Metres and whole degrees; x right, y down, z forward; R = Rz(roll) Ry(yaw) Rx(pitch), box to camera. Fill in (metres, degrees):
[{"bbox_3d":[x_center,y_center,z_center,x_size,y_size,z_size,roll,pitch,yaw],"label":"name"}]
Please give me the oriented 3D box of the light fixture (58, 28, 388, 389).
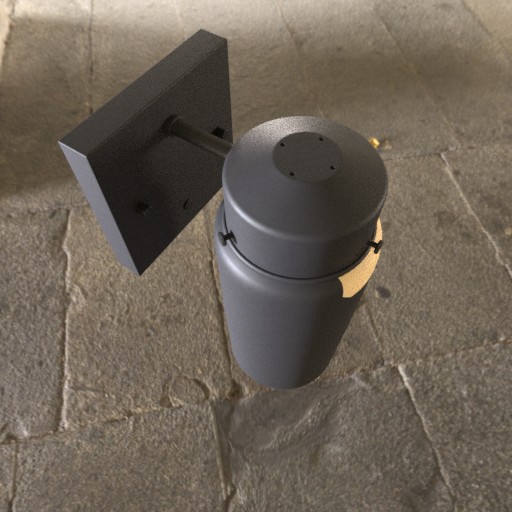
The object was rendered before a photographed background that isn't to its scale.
[{"bbox_3d":[0.000,0.000,0.354,0.176,0.257,0.130,29,62,17],"label":"light fixture"}]
